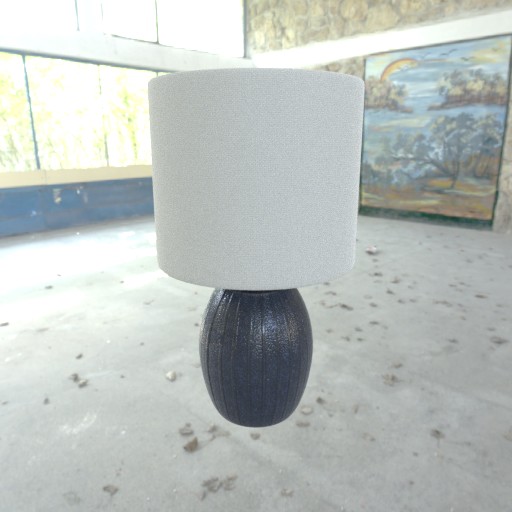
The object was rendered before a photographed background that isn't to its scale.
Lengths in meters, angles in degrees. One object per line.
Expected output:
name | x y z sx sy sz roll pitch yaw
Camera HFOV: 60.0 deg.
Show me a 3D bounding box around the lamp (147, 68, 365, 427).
lamp | 0.000 0.000 0.755 0.329 0.570 0.329 -14 20 -43
